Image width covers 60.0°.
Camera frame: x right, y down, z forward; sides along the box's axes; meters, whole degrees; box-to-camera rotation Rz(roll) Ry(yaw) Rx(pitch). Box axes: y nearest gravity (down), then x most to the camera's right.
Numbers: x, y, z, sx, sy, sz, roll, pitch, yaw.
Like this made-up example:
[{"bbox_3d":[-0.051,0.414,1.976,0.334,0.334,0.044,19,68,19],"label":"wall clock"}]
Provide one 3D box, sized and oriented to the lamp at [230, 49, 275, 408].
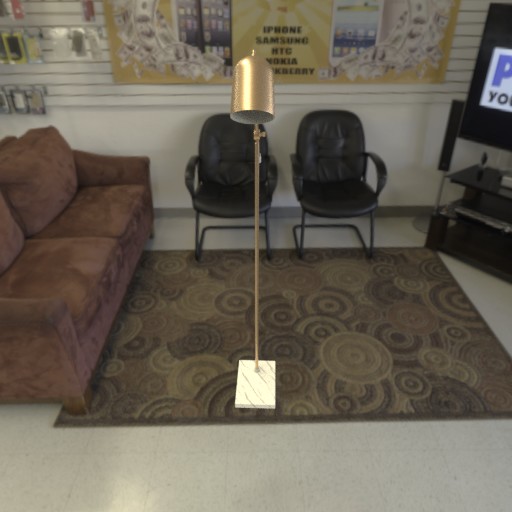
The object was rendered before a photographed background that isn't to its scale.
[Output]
[{"bbox_3d":[0.000,0.000,1.833,0.194,1.594,0.653,1,31,2],"label":"lamp"}]
